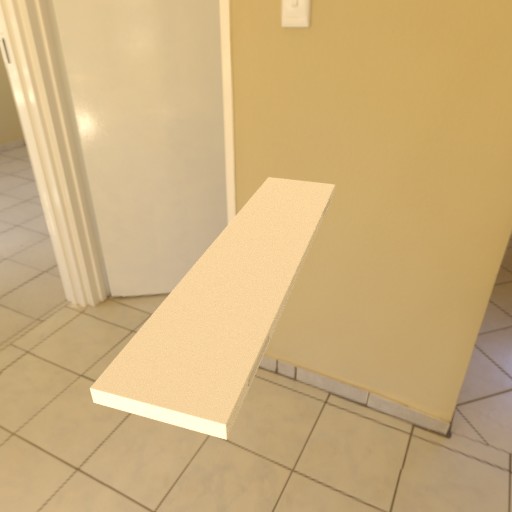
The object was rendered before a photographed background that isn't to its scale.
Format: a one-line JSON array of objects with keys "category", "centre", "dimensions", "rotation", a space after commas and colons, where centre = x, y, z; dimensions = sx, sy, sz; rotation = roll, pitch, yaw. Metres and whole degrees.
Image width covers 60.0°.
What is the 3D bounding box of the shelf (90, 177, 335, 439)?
[{"category": "shelf", "centre": [0.000, 0.000, 0.662], "dimensions": [0.140, 0.020, 0.610], "rotation": [9, 31, 15]}]
